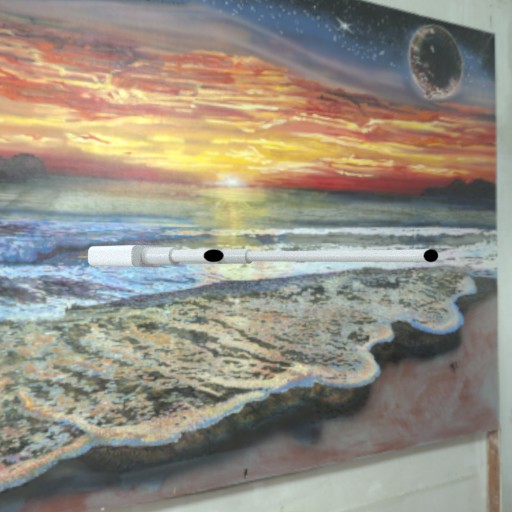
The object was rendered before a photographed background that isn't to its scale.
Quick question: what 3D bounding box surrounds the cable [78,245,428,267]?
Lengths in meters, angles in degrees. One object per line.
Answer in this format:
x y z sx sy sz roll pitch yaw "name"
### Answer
0.000 0.000 0.113 0.098 0.006 0.040 0 0 36 "cable"
